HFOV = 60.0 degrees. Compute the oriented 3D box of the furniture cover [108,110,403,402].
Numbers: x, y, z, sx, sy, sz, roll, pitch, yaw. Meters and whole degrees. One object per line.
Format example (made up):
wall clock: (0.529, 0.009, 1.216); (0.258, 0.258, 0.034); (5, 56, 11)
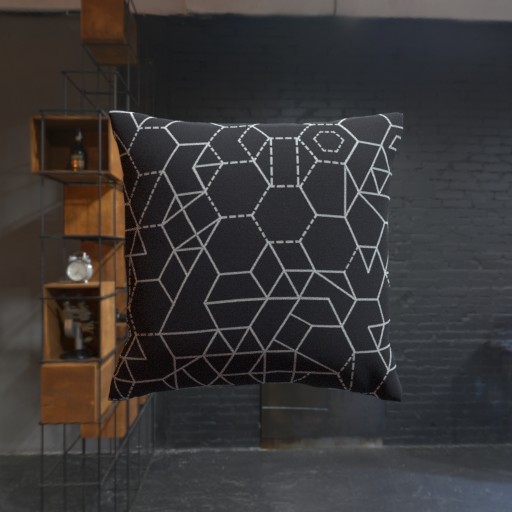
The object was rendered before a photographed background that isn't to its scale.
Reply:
furniture cover: (0.000, 0.000, 0.778); (0.517, 0.508, 0.158); (0, 0, -1)
